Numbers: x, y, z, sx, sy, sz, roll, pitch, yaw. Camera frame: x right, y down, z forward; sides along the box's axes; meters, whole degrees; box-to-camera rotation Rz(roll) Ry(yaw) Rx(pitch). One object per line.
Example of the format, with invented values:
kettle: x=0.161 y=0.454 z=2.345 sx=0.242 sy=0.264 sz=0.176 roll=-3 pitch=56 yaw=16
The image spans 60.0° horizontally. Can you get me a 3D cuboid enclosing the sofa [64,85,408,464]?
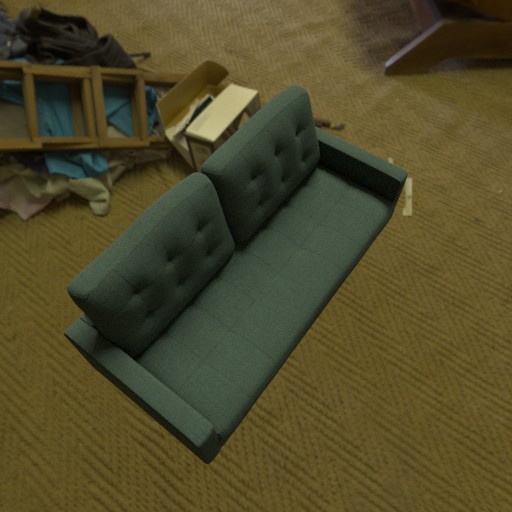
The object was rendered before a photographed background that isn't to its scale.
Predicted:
sofa: x=0.000 y=0.000 z=2.584 sx=0.966 sy=1.050 sz=2.010 roll=32 pitch=63 yaw=19
